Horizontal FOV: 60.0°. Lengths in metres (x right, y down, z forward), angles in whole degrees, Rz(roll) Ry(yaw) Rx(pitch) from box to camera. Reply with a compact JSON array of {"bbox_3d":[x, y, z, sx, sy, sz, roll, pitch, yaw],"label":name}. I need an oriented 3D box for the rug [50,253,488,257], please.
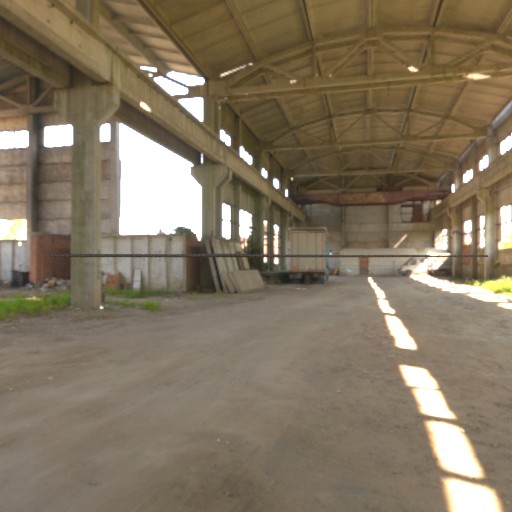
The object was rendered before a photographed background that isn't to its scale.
[{"bbox_3d":[0.000,0.000,2.270,1.820,0.012,1.207,0,0,-20],"label":"rug"}]
